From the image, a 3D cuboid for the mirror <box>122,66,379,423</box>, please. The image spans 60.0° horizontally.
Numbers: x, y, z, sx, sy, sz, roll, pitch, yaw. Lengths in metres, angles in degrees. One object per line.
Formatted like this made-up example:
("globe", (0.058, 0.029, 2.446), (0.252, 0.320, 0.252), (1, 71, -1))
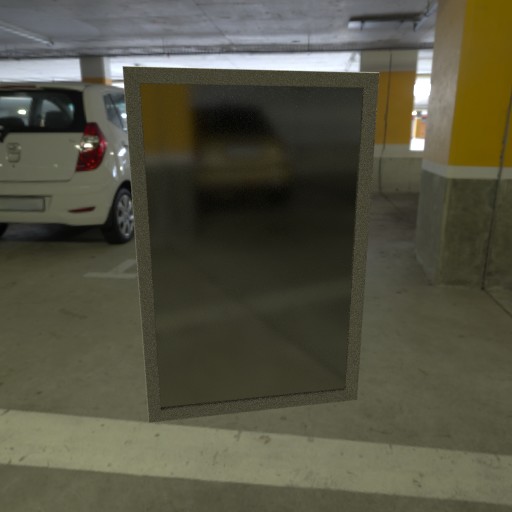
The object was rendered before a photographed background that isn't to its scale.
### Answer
("mirror", (0.000, 0.000, 1.175), (0.609, 0.914, 0.041), (-3, 16, -10))
